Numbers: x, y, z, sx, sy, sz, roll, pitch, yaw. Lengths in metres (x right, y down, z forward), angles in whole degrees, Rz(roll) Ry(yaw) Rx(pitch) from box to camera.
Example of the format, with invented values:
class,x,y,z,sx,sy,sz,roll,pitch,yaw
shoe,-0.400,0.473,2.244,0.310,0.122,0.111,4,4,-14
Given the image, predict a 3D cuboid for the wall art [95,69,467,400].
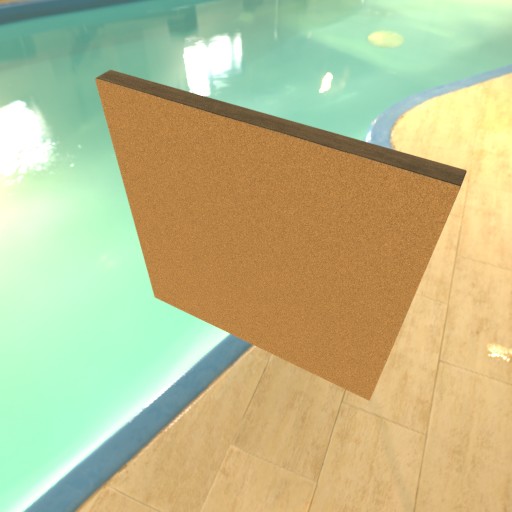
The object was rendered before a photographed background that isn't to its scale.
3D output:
class,x,y,z,sx,sy,sz,roll,pitch,yaw
wall art,0.000,0.000,1.096,0.749,0.751,0.050,22,51,19
